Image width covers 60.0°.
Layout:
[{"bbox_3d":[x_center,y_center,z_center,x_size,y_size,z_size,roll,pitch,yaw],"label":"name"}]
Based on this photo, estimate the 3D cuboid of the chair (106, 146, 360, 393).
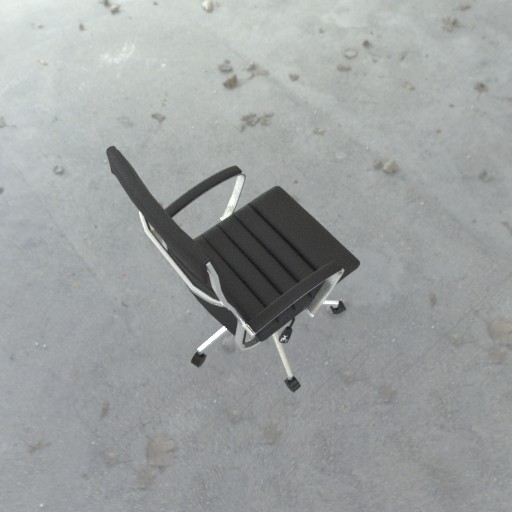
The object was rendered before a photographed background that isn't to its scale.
[{"bbox_3d":[0.000,0.000,1.635,0.739,1.149,0.766,-34,65,-19],"label":"chair"}]
